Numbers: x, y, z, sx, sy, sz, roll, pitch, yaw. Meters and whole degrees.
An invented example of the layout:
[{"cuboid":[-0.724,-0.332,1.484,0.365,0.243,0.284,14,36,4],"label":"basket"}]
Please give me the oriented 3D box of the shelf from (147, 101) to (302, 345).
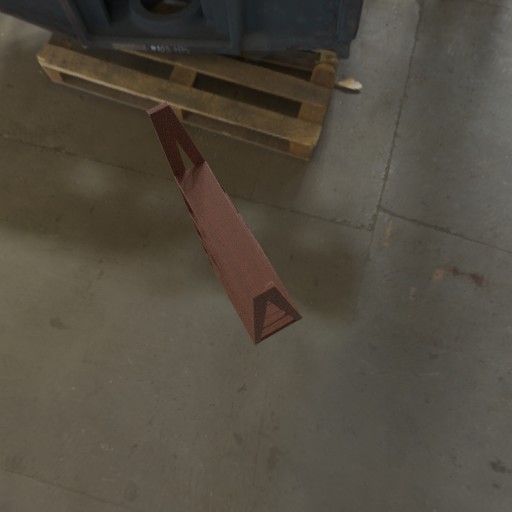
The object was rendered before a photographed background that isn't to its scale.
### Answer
[{"cuboid":[0.000,0.000,2.019,0.350,1.770,0.600,-29,77,-7],"label":"shelf"}]
